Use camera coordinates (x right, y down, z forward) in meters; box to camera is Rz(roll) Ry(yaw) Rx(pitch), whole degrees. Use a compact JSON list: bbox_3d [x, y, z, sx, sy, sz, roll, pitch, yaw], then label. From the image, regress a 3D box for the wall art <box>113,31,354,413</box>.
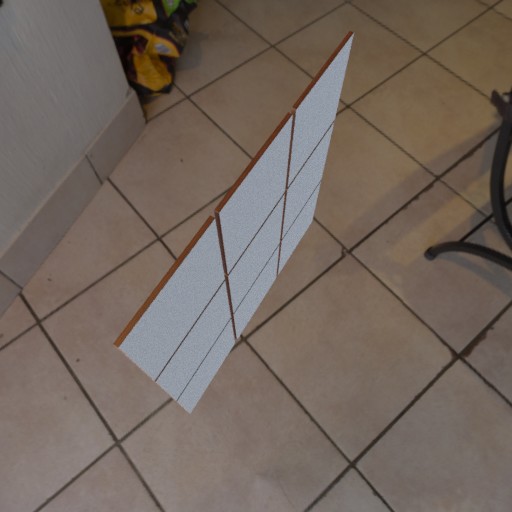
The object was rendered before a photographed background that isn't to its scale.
[{"bbox_3d":[0.000,0.000,1.817,0.017,1.246,1.256,28,67,13],"label":"wall art"}]
